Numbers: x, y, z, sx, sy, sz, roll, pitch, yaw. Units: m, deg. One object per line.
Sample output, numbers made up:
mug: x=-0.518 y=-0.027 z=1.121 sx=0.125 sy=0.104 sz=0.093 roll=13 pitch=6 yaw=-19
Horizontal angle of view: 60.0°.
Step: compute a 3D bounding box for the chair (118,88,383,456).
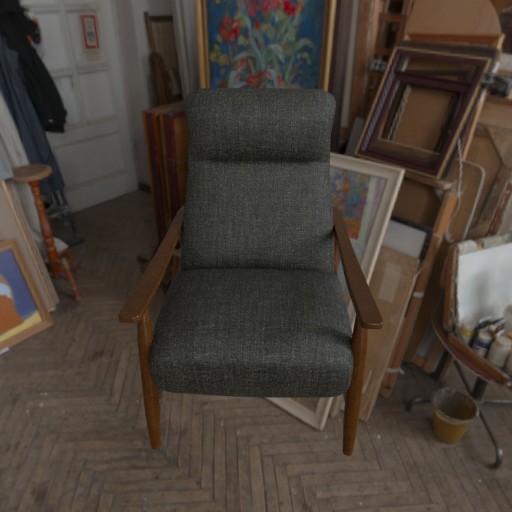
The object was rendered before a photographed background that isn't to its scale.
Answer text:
chair: x=0.000 y=0.000 z=1.736 sx=0.762 sy=1.082 sz=1.014 roll=1 pitch=31 yaw=2
